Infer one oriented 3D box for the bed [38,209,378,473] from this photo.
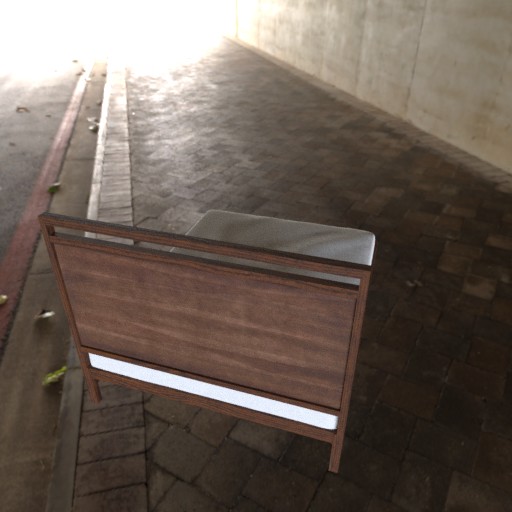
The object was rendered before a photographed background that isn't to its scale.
[{"bbox_3d":[0.000,0.000,3.447,1.765,1.487,2.218,10,33,15],"label":"bed"}]
